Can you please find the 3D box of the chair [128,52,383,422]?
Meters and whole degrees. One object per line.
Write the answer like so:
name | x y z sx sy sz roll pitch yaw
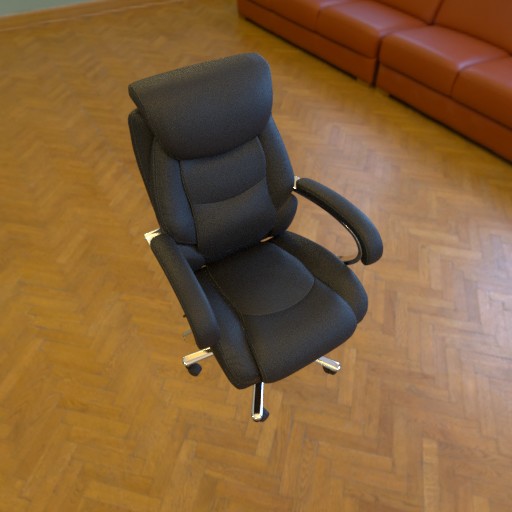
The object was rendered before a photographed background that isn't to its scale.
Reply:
chair | 0.000 0.000 1.669 0.755 1.183 0.790 -24 50 -22
